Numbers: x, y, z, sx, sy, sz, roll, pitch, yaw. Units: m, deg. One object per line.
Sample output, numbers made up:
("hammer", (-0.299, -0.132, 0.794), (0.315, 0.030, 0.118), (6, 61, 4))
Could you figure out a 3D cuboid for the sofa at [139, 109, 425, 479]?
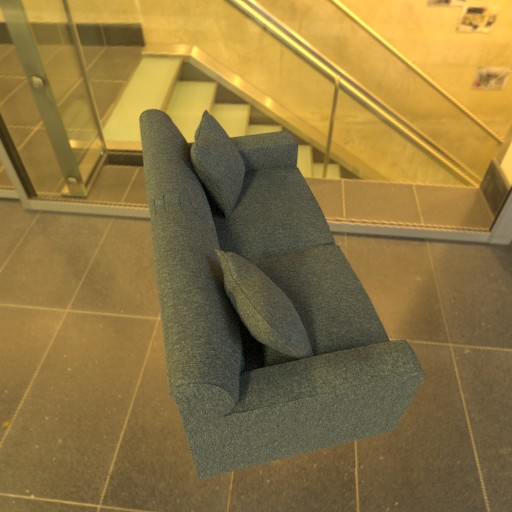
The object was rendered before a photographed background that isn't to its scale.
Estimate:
("sofa", (0.000, 0.000, 2.371), (0.998, 0.958, 1.846), (-10, 47, -9))
